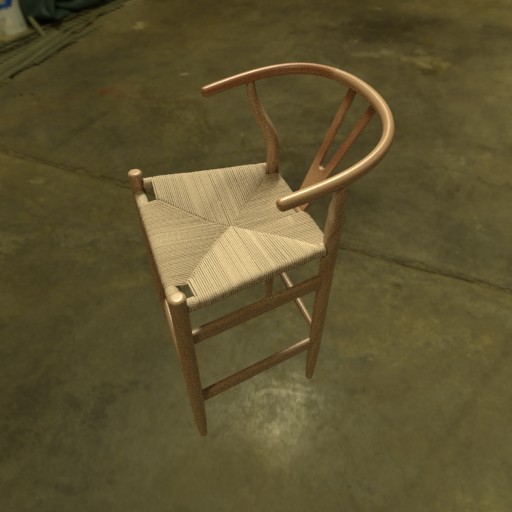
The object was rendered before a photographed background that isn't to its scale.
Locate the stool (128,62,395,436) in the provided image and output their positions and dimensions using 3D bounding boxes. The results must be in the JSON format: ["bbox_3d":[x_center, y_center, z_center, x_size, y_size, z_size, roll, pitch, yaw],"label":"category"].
[{"bbox_3d":[0.000,0.000,1.282,0.575,0.923,0.536,-15,47,-15],"label":"stool"}]
